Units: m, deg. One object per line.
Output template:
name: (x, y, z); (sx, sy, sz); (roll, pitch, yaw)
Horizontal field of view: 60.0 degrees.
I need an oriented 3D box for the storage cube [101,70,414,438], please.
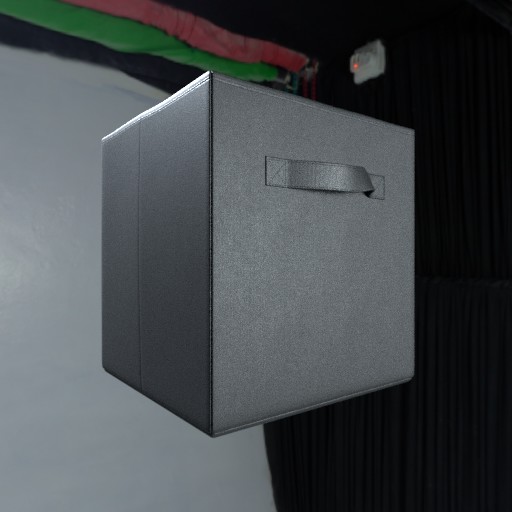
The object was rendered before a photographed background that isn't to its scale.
storage cube: (0.000, 0.000, 0.506); (0.270, 0.280, 0.270); (0, 0, -37)
